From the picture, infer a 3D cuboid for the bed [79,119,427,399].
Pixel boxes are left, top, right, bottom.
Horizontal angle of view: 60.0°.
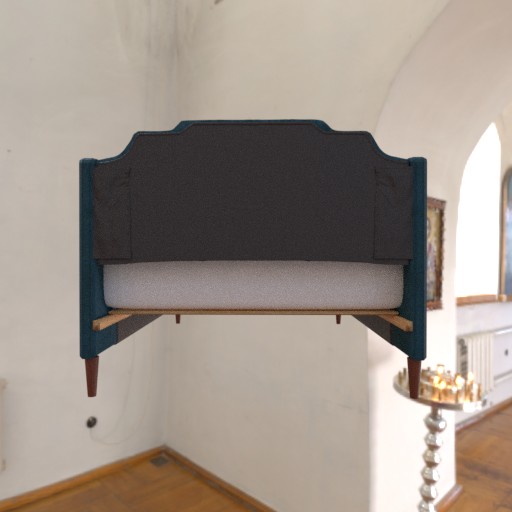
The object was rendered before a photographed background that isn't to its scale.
[{"bbox_3d":[0.000,0.000,3.272,1.676,1.351,2.322,0,1,1],"label":"bed"}]
